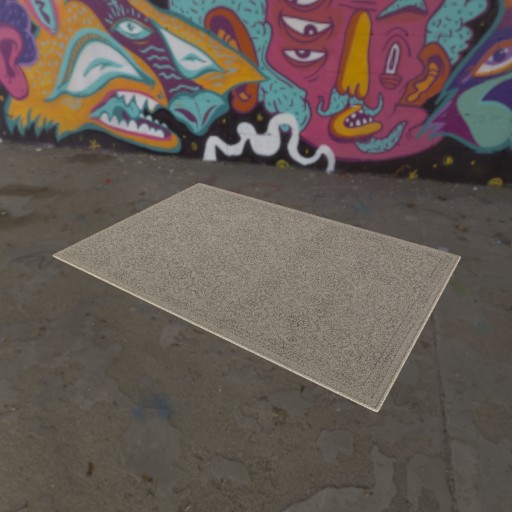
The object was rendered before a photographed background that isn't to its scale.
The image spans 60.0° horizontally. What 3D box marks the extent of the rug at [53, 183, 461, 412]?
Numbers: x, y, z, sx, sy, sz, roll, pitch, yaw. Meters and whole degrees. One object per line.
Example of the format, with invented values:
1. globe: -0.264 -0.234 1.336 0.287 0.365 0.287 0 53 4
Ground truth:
1. rug: 0.000 0.000 2.379 1.829 0.010 1.219 20 37 28
